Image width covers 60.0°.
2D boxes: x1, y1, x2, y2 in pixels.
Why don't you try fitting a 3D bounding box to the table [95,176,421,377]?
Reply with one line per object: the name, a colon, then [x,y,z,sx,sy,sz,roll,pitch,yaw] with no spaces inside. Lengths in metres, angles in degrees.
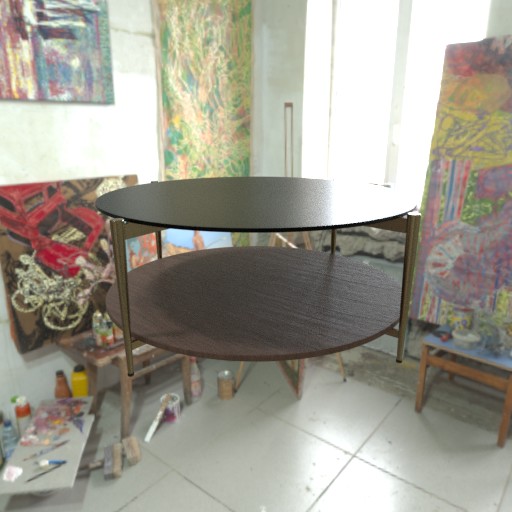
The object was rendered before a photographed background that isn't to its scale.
table: [0.000,0.000,1.425,0.938,0.400,0.938,3,17,9]
